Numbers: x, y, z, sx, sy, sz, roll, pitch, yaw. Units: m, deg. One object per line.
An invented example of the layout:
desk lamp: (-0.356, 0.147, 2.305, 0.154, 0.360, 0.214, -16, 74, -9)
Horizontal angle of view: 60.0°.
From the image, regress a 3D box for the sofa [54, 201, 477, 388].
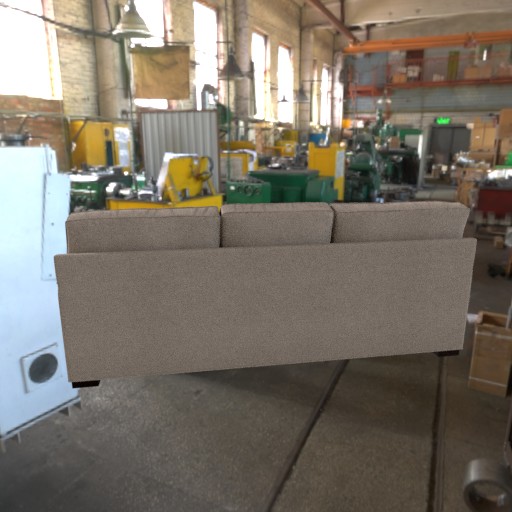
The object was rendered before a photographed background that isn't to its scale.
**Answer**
sofa: (0.000, 0.000, 2.897, 2.087, 0.861, 1.496, -2, 15, -9)
